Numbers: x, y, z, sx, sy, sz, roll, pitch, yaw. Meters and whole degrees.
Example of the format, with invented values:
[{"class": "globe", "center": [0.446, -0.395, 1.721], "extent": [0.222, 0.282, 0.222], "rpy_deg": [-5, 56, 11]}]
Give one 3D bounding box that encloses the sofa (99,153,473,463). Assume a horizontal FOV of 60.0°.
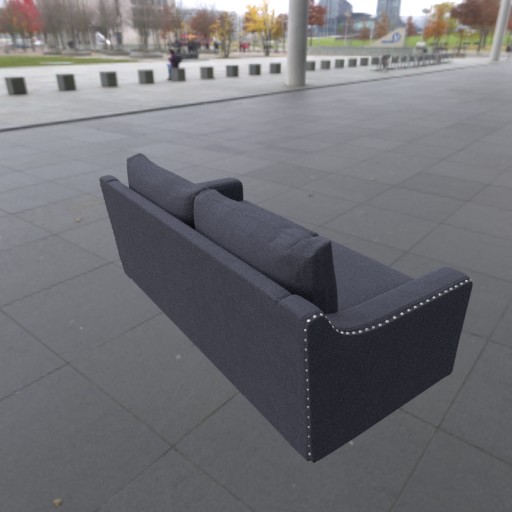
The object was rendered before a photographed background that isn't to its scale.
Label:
[{"class": "sofa", "center": [0.000, 0.000, 3.194], "extent": [1.336, 1.196, 2.550], "rpy_deg": [-17, 31, -32]}]
